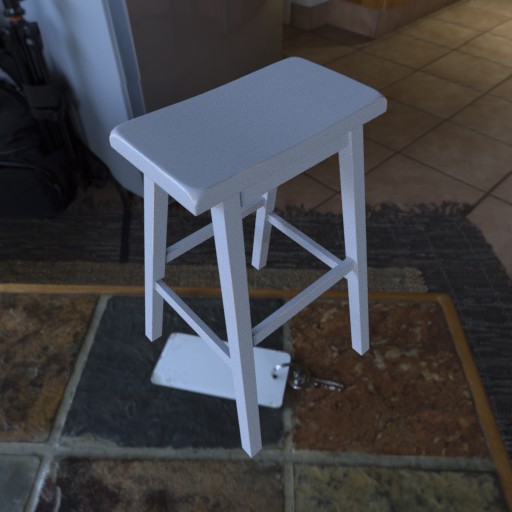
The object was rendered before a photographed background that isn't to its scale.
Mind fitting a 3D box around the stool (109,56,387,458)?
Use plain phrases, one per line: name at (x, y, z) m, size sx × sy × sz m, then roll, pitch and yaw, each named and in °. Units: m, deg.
stool at (0.000, 0.000, 1.038) m, size 0.457 × 0.737 × 0.476 m, roll -33°, pitch 55°, yaw -27°
